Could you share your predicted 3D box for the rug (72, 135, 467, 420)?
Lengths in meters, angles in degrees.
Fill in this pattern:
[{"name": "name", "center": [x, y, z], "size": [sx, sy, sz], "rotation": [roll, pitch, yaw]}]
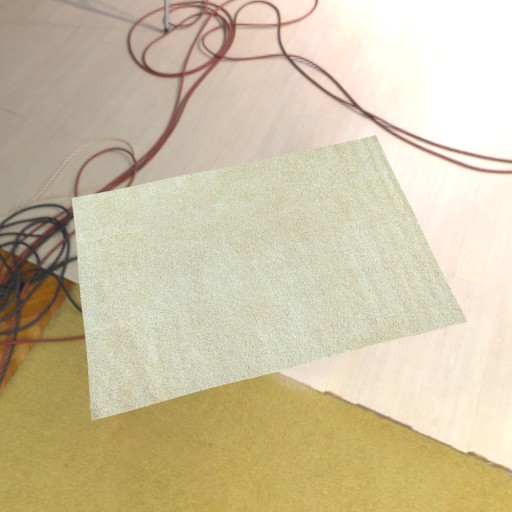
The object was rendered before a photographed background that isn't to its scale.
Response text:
[{"name": "rug", "center": [0.000, 0.000, 3.452], "size": [2.699, 0.025, 1.800], "rotation": [-13, 64, -6]}]
